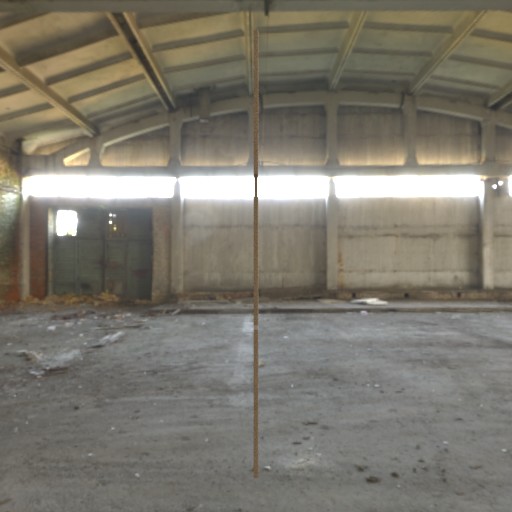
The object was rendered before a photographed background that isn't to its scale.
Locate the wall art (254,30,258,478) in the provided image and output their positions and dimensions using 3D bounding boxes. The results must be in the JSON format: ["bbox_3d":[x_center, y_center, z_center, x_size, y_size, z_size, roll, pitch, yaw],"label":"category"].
[{"bbox_3d":[0.000,0.000,1.813,0.013,1.218,1.219,0,-1,0],"label":"wall art"}]
